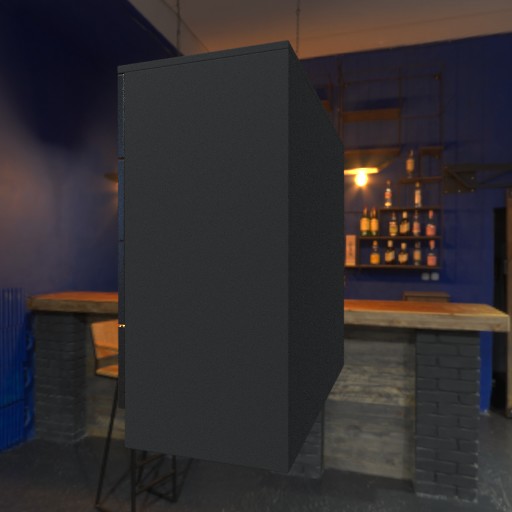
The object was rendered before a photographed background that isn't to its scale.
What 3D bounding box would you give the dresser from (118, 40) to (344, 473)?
[{"bbox_3d":[0.000,0.000,1.147,0.360,0.720,0.750,0,0,18],"label":"dresser"}]
